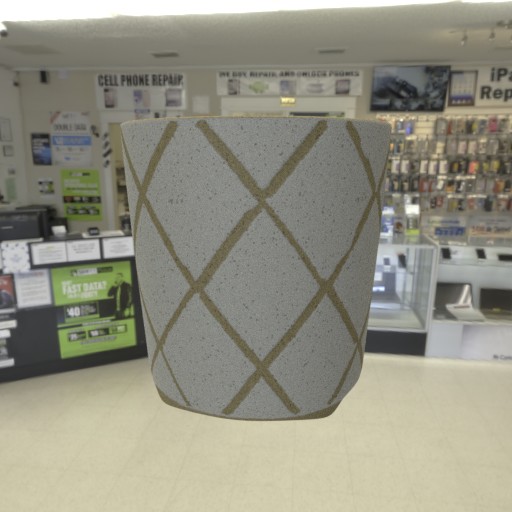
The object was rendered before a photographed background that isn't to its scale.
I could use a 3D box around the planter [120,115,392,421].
[{"bbox_3d":[0.000,0.000,0.414,0.228,0.235,0.228,0,13,0],"label":"planter"}]
